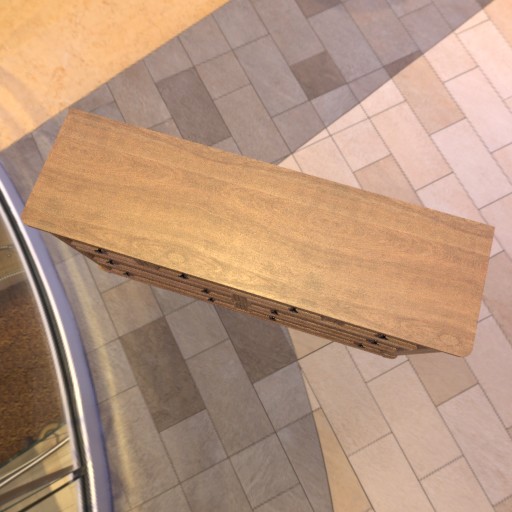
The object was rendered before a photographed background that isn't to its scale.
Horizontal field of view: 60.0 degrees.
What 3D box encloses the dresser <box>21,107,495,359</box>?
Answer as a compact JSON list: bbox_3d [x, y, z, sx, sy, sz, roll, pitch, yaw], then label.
[{"bbox_3d":[0.000,0.000,1.963,1.583,0.892,0.468,17,77,4],"label":"dresser"}]
